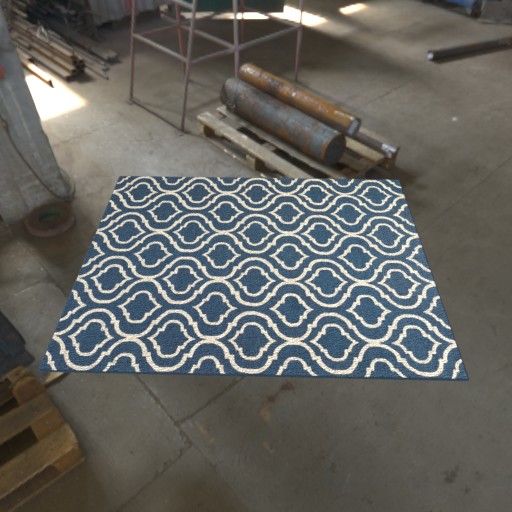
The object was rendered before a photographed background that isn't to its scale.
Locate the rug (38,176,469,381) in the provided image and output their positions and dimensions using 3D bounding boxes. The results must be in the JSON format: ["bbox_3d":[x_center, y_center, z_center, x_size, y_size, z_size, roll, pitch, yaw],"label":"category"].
[{"bbox_3d":[0.000,0.000,3.763,2.881,0.020,2.270,1,45,1],"label":"rug"}]
